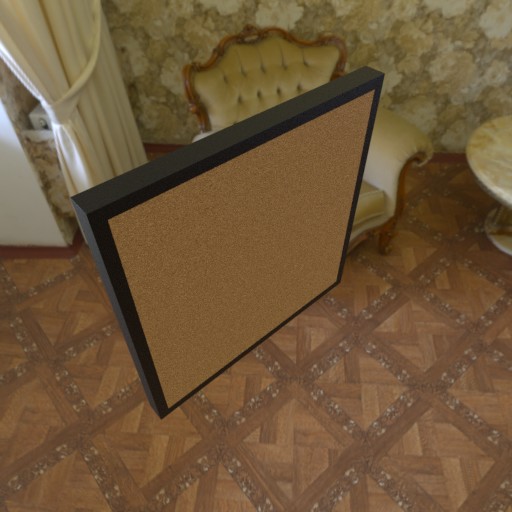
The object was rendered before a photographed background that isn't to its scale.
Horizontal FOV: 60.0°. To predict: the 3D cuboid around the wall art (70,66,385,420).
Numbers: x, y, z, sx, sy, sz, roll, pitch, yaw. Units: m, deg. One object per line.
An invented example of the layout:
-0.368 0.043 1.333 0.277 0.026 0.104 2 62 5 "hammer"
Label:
0.000 0.000 0.773 0.508 0.508 0.038 -33 54 -27 "wall art"
